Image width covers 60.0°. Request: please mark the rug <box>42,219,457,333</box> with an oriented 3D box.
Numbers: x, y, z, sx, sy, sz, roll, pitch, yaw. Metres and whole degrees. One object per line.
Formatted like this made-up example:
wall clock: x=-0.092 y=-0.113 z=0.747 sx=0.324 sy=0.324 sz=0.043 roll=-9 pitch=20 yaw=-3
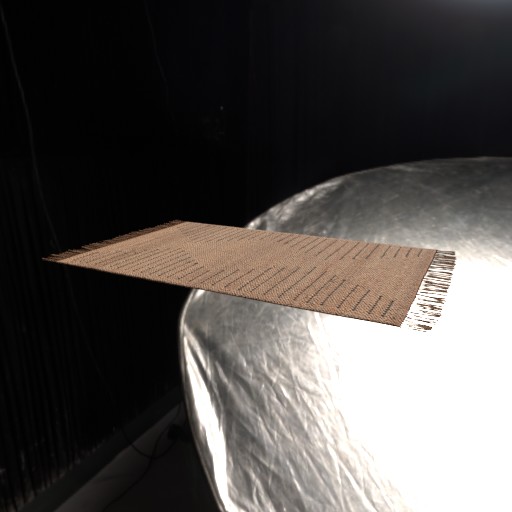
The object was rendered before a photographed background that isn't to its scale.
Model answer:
rug: x=0.000 y=0.000 z=2.544 sx=2.085 sy=0.027 sz=1.224 roll=8 pitch=18 yaw=26
